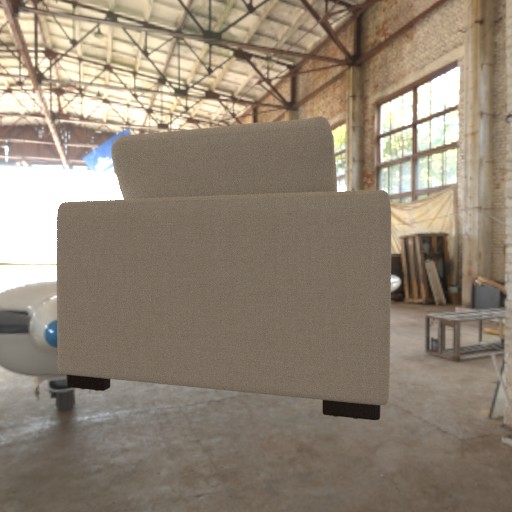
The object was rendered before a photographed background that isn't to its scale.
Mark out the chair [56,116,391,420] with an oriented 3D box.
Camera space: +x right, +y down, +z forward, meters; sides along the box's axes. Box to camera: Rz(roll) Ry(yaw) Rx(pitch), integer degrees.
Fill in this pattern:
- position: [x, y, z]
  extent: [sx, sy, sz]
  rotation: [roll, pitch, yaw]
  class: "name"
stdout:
- position: [0.000, 0.000, 1.842]
  extent: [1.070, 0.876, 1.100]
  rotation: [0, 1, 17]
  class: "chair"
